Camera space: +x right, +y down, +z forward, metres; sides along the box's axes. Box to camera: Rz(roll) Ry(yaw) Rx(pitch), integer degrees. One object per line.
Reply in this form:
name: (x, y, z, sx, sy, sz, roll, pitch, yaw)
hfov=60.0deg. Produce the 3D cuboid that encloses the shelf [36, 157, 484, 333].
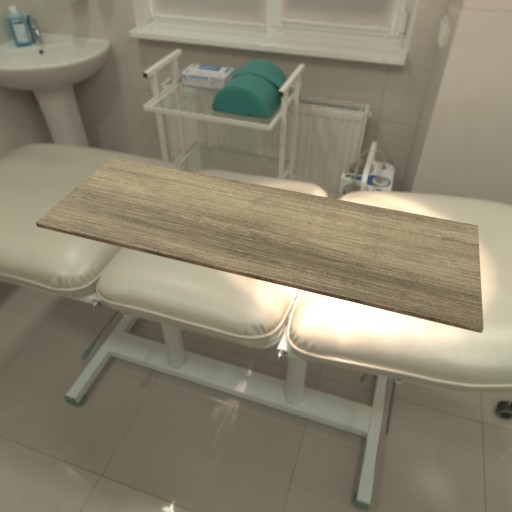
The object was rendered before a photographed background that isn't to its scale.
shelf: (0.000, 0.000, 0.684, 0.610, 0.125, 0.200, 13, 44, 14)
